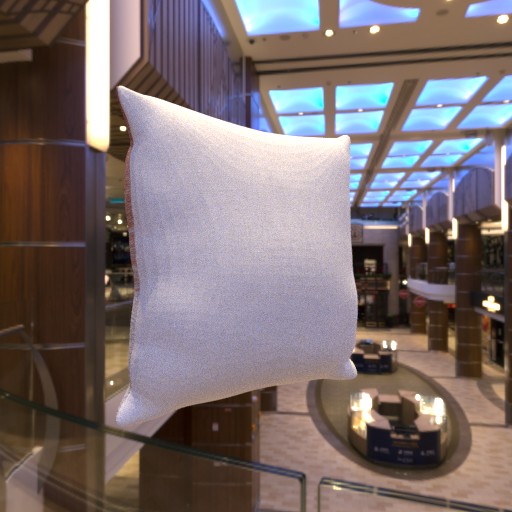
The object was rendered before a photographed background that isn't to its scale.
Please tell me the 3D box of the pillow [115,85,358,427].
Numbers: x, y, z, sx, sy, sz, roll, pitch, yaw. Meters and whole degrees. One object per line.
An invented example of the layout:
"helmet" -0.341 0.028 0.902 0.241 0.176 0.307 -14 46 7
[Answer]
"pillow" 0.000 0.000 0.685 0.440 0.441 0.182 0 -1 -36
